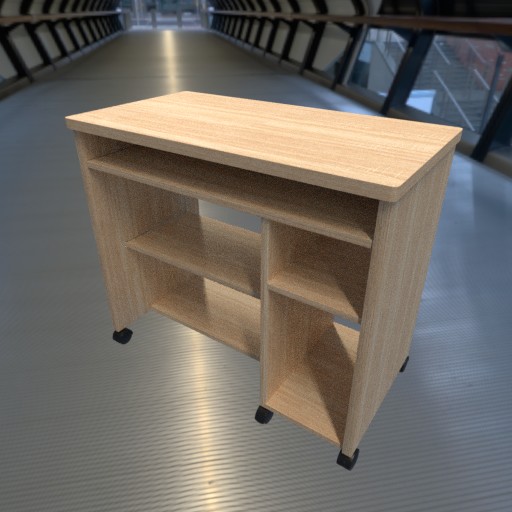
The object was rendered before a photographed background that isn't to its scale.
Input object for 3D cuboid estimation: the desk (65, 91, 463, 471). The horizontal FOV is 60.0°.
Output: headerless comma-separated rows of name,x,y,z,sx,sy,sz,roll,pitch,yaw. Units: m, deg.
desk,0.000,0.000,1.296,0.884,0.770,0.480,19,35,29
